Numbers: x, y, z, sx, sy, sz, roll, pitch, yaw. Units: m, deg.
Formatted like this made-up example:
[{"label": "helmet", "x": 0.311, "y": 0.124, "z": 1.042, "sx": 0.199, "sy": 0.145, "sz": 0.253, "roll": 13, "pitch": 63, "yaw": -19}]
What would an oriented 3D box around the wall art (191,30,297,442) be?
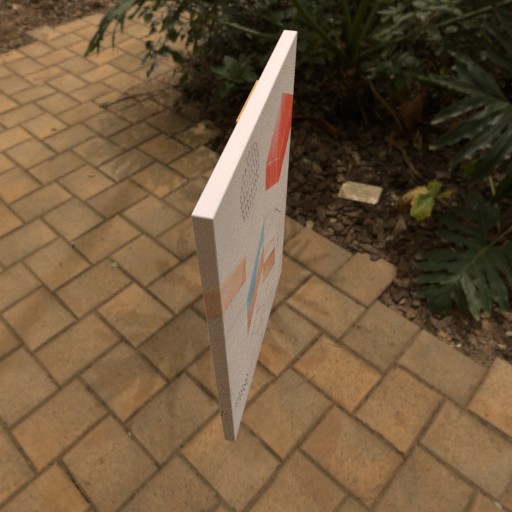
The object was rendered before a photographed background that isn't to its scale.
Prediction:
[{"label": "wall art", "x": 0.000, "y": 0.000, "z": 1.335, "sx": 0.045, "sy": 1.014, "sz": 0.759, "roll": 10, "pitch": 49, "yaw": 9}]
